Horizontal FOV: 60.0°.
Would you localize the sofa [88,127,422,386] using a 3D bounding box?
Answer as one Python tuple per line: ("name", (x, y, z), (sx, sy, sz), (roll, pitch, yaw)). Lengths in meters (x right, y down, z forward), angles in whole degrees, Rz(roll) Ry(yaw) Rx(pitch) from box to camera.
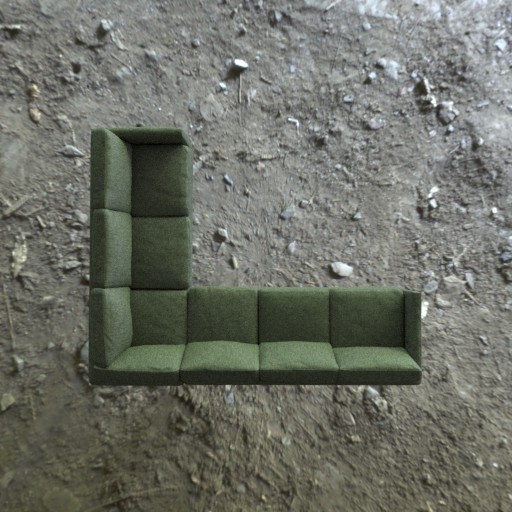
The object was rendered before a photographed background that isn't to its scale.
("sofa", (0.000, 0.000, 4.602), (3.302, 0.947, 2.593), (0, 89, 1))
